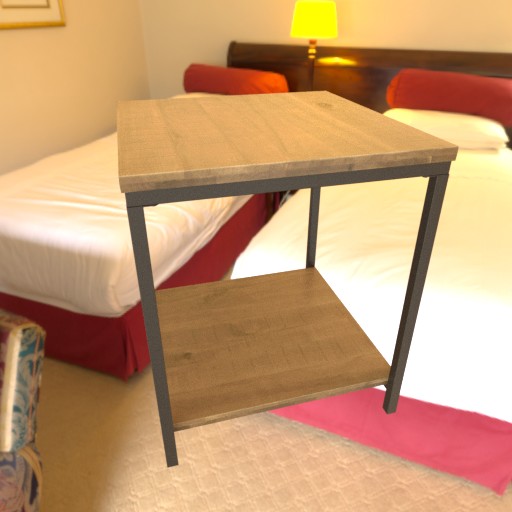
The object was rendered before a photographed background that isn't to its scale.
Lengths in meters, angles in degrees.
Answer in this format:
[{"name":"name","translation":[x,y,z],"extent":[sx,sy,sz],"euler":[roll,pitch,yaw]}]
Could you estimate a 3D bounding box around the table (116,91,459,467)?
[{"name":"table","translation":[0.000,0.000,0.977],"extent":[0.503,0.589,0.507],"euler":[-8,31,-13]}]
